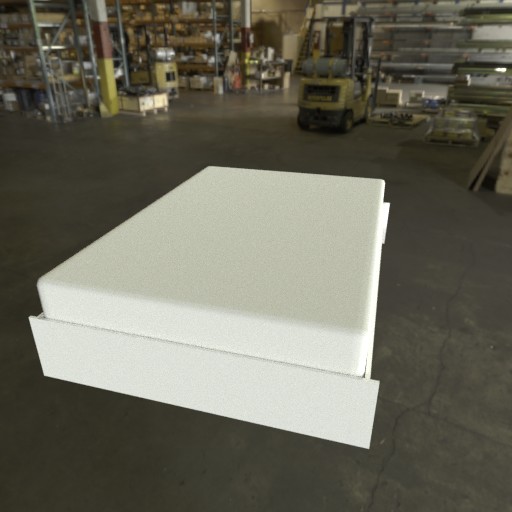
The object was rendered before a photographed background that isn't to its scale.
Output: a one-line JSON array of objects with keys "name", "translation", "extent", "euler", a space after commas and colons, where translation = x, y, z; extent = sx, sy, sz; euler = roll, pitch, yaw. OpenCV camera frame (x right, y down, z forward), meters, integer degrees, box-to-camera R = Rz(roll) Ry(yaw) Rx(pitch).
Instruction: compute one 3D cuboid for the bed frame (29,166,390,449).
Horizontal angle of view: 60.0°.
[{"name": "bed frame", "translation": [0.000, 0.000, 2.569], "extent": [1.445, 0.497, 1.945], "euler": [7, 27, 15]}]
